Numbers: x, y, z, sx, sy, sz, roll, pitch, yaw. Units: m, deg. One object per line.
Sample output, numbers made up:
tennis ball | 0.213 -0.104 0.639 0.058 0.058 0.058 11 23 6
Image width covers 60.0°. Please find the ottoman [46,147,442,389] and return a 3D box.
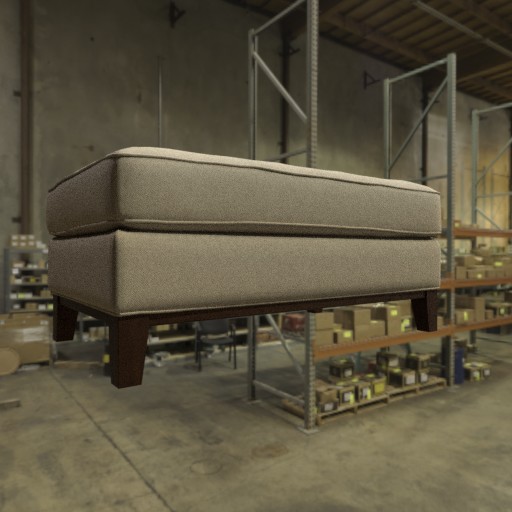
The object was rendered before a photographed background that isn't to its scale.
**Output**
ottoman | 0.000 0.000 1.425 1.143 0.508 0.648 0 1 -36
